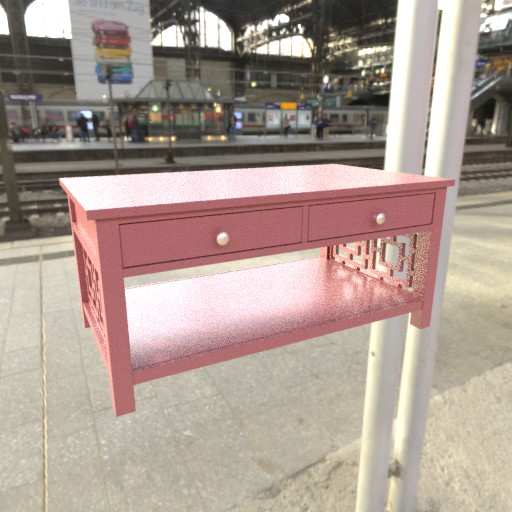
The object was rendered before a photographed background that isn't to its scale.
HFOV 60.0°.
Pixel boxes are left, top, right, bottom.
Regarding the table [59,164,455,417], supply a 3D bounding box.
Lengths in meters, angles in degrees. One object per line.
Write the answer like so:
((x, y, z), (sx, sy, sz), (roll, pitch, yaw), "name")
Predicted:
((0.000, 0.000, 1.434), (1.068, 0.493, 0.612), (-9, 19, -26), "table")
